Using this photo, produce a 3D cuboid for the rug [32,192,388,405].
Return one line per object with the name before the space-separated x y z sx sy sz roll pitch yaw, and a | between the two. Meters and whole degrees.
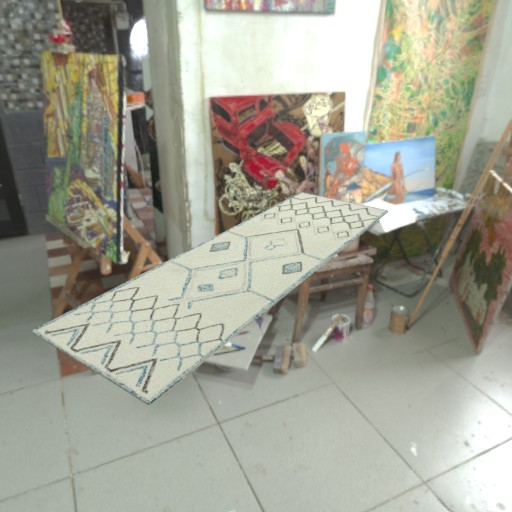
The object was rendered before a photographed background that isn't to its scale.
rug | 0.000 0.000 2.699 0.770 0.013 2.434 17 31 31
